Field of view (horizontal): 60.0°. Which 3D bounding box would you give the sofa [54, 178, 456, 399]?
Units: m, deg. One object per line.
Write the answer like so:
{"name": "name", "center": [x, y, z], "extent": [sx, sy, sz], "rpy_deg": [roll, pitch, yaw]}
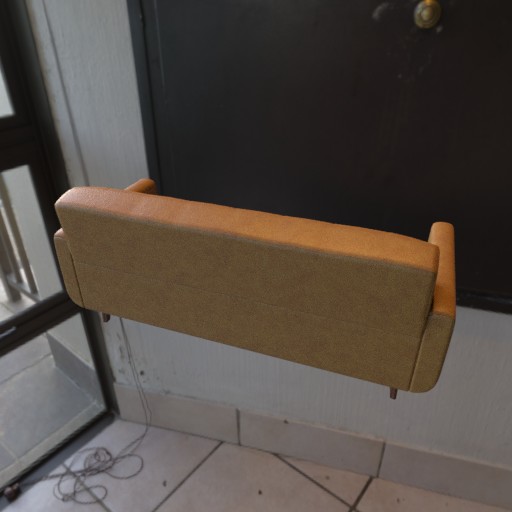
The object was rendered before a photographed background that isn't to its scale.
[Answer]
{"name": "sofa", "center": [0.000, 0.000, 2.615], "extent": [2.137, 0.892, 0.980], "rpy_deg": [11, 33, 17]}
